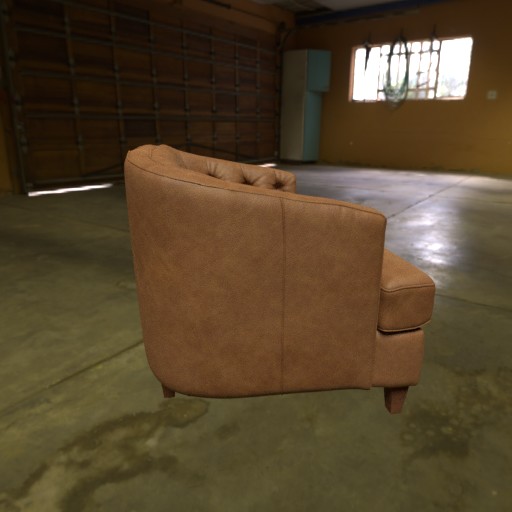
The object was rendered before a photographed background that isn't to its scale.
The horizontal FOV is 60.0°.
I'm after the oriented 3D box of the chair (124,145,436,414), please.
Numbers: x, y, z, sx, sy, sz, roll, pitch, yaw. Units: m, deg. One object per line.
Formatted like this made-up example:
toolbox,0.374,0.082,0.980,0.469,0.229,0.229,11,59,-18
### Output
chair,0.000,0.000,1.742,0.911,0.836,1.119,-3,17,-9
